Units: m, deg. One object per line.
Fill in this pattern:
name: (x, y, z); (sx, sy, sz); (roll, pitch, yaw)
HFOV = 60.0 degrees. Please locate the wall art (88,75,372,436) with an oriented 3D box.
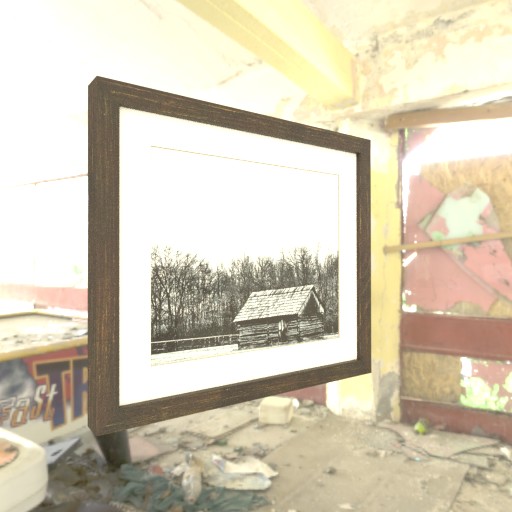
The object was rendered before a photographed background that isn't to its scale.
wall art: (0.000, 0.000, 0.529); (0.381, 0.330, 0.031); (0, 0, -36)
